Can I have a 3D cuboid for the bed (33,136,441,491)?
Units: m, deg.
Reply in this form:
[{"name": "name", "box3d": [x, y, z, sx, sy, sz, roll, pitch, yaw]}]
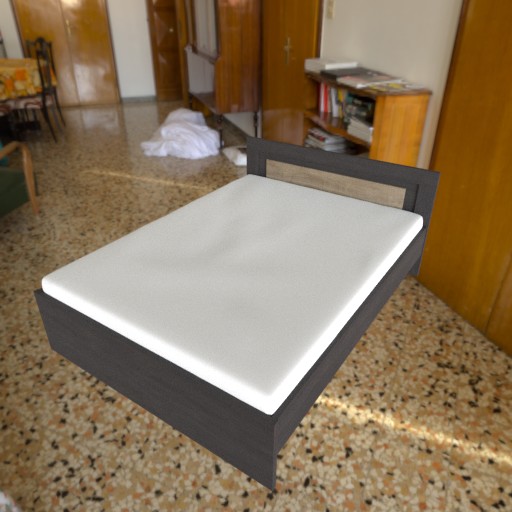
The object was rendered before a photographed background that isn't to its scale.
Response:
[{"name": "bed", "box3d": [0.000, 0.000, 2.824, 1.585, 0.823, 2.073, 19, 35, 29]}]
